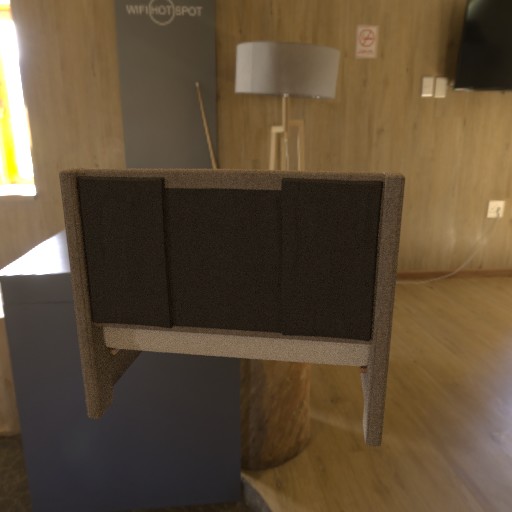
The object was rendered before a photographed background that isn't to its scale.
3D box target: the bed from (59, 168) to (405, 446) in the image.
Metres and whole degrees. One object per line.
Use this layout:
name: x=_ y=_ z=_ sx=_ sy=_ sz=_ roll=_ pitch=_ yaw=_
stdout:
bed: x=0.000 y=0.000 z=3.396 sx=1.714 sy=1.476 sz=2.245 roll=2 pitch=16 yaw=8
